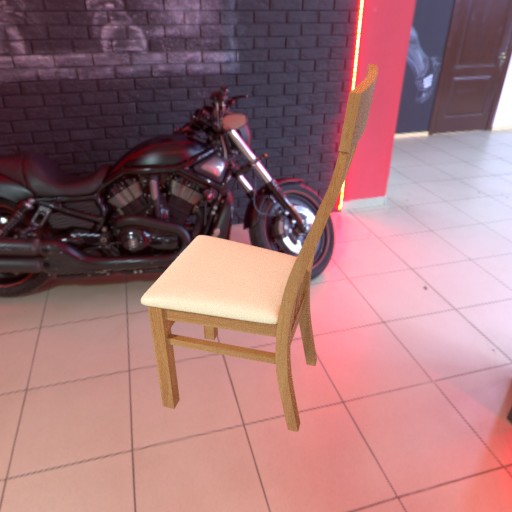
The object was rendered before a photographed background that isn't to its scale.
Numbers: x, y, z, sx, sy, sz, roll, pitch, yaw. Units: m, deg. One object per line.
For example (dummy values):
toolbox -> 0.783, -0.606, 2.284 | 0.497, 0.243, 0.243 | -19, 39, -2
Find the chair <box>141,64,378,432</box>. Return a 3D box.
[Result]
chair -> 0.000, 0.000, 1.353 | 0.580, 1.050, 0.450 | 9, 31, 15
